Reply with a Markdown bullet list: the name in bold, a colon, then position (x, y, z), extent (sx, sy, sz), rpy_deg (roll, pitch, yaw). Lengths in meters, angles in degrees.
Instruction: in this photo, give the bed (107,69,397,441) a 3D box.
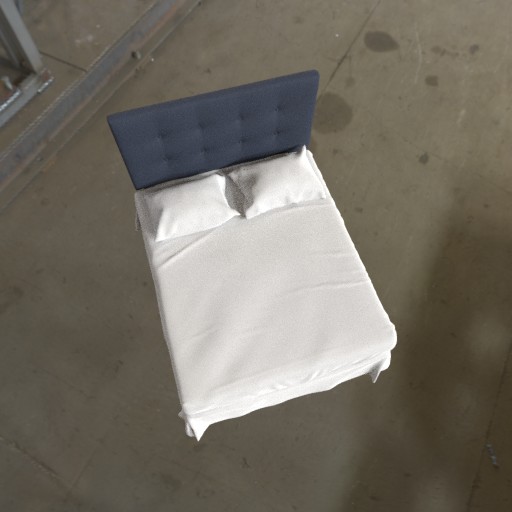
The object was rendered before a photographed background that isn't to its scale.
- **bed**: position (0.000, 0.000, 3.542), extent (1.936, 1.577, 2.222), rpy_deg (-15, 64, -8)
